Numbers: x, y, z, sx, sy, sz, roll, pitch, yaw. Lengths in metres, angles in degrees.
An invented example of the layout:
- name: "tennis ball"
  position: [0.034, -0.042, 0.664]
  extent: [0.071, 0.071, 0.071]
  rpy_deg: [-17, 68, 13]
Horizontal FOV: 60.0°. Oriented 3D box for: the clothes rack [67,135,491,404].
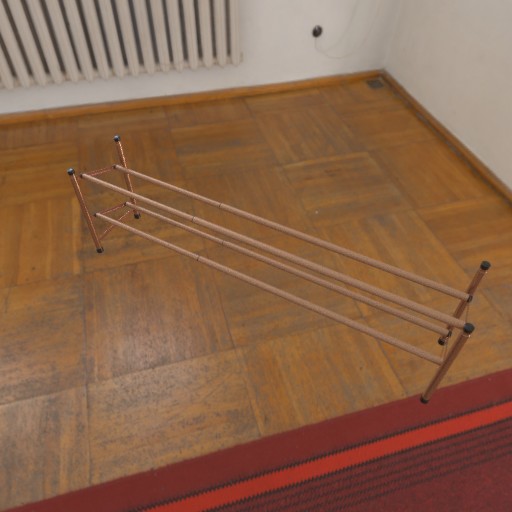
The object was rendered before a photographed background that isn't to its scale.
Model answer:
- name: "clothes rack"
  position: [0.000, 0.000, 1.313]
  extent: [1.168, 0.349, 0.229]
  rpy_deg: [22, 51, 19]
